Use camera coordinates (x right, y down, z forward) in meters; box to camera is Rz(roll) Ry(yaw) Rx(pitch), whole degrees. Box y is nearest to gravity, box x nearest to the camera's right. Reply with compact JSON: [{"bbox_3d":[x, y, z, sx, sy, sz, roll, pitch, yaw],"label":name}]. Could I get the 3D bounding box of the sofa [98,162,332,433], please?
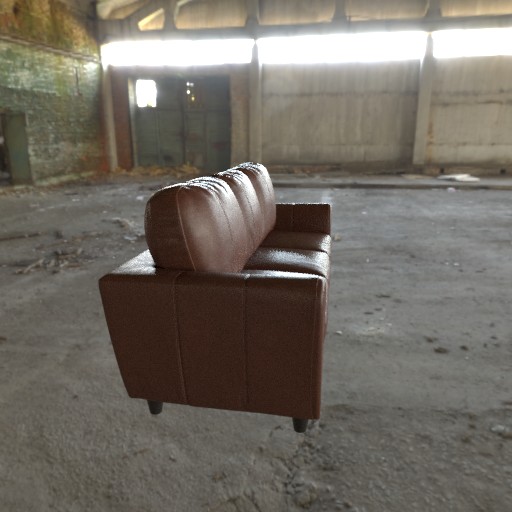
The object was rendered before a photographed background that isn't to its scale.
[{"bbox_3d":[0.000,0.000,2.385,0.802,0.915,1.862,3,15,10],"label":"sofa"}]
